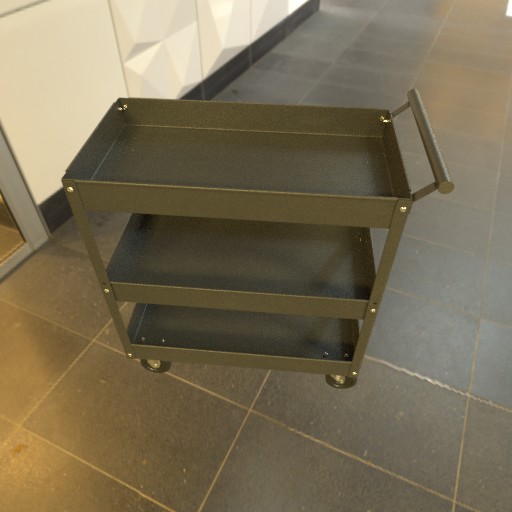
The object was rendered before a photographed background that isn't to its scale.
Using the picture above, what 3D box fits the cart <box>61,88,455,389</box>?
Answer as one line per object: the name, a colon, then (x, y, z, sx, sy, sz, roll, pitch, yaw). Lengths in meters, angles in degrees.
cart: (0.000, 0.000, 1.179, 0.719, 0.780, 0.366, 4, 45, 4)
